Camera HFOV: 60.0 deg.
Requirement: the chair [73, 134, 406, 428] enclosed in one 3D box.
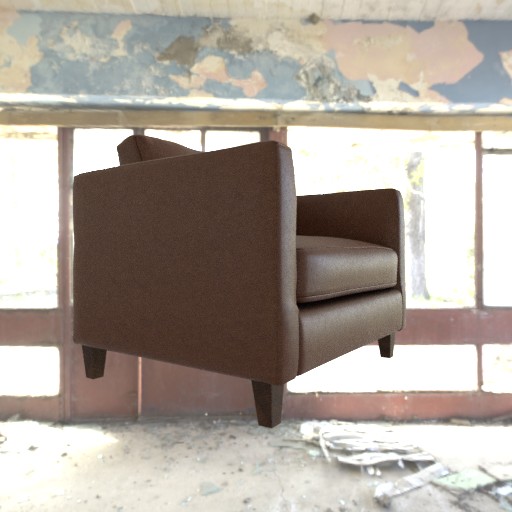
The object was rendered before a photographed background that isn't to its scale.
[{"bbox_3d":[0.000,0.000,1.821,0.959,0.917,1.107,0,1,35],"label":"chair"}]
